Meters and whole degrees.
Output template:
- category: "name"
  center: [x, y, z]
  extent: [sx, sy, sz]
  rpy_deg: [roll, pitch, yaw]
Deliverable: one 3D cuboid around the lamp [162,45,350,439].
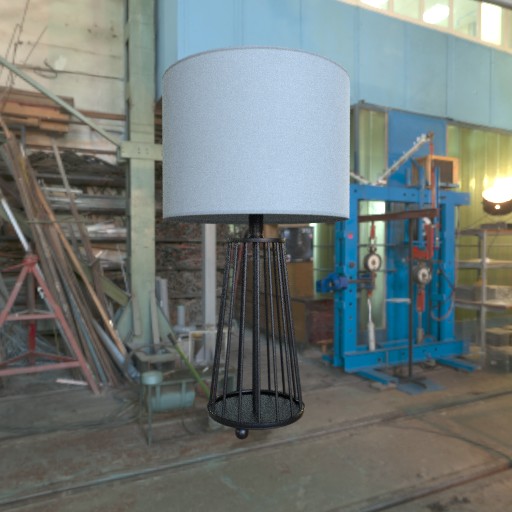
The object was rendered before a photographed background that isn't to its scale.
- category: "lamp"
  center: [0.000, 0.000, 0.782]
  extent: [0.322, 0.593, 0.322]
  rpy_deg: [0, 1, 19]
